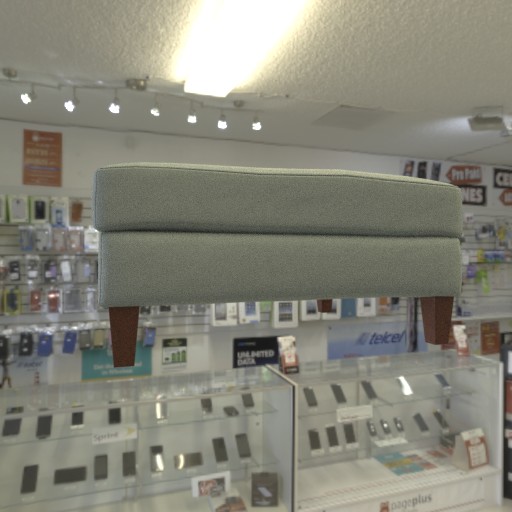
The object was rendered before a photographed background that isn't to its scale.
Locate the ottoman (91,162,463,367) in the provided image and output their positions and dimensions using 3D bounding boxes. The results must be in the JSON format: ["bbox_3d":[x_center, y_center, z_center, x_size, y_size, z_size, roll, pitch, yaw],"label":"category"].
[{"bbox_3d":[0.000,0.000,1.480,0.991,0.494,0.842,0,0,-17],"label":"ottoman"}]
